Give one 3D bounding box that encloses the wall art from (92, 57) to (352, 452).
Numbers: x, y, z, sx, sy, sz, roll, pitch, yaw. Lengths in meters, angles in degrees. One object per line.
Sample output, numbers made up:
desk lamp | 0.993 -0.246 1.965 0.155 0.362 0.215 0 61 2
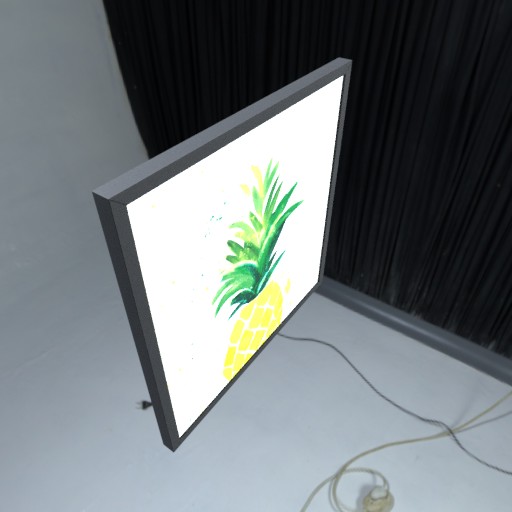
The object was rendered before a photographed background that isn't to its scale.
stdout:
wall art | 0.000 0.000 1.114 0.037 0.760 0.762 25 47 26
